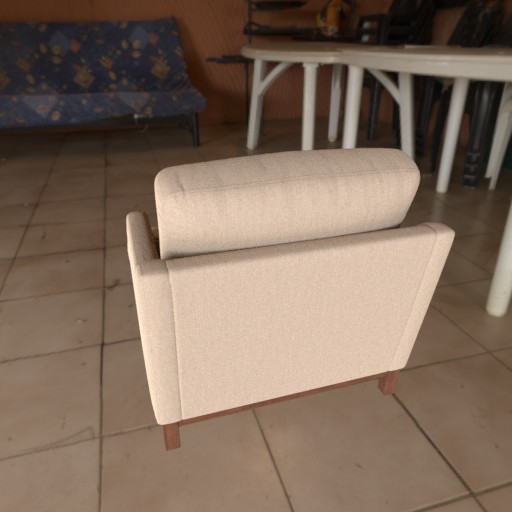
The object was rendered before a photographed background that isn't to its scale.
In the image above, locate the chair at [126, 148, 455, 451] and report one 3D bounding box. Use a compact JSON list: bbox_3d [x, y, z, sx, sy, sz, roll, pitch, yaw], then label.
[{"bbox_3d":[0.000,0.000,1.665,0.912,0.916,1.001,-8,27,-16],"label":"chair"}]
